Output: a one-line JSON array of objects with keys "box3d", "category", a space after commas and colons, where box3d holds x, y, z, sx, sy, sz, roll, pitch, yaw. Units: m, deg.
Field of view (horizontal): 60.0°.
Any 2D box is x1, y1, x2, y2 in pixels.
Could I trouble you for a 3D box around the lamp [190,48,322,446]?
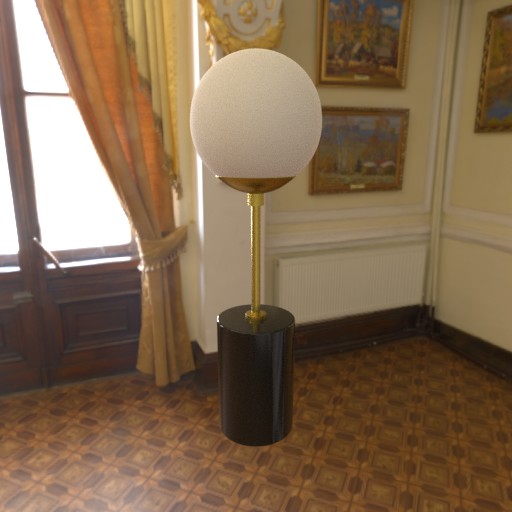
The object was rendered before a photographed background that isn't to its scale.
[{"box3d": [0.000, 0.000, 0.559, 0.153, 0.480, 0.153, 0, 14, 0], "category": "lamp"}]
